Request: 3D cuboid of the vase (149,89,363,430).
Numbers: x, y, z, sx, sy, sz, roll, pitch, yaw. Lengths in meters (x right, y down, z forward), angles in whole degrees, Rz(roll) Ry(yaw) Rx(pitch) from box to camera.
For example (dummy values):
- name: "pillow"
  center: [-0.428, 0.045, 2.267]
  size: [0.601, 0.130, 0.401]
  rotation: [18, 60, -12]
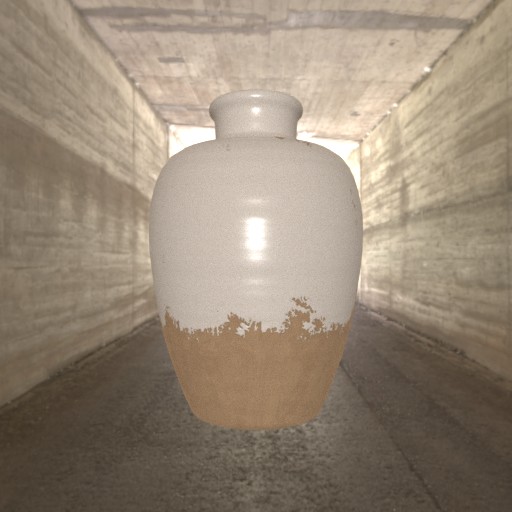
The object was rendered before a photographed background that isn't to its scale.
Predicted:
- name: "vase"
  center: [0.000, 0.000, 0.336]
  size: [0.158, 0.228, 0.158]
  rotation: [0, -1, 0]
